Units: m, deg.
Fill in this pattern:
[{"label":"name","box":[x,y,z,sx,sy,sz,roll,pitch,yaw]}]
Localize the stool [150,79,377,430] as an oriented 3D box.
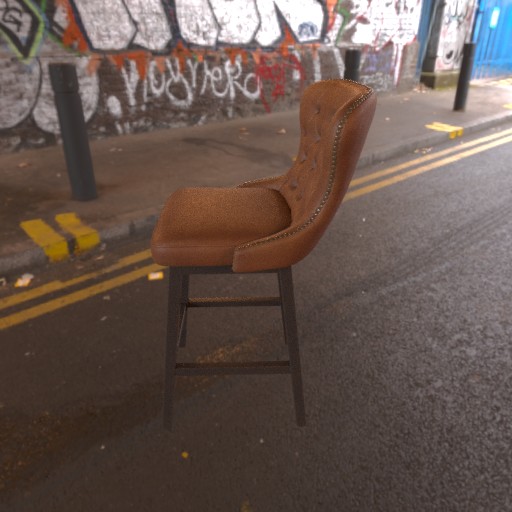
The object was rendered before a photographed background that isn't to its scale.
[{"label":"stool","box":[0.000,0.000,1.339,0.593,0.971,0.528,-1,27,-2]}]
